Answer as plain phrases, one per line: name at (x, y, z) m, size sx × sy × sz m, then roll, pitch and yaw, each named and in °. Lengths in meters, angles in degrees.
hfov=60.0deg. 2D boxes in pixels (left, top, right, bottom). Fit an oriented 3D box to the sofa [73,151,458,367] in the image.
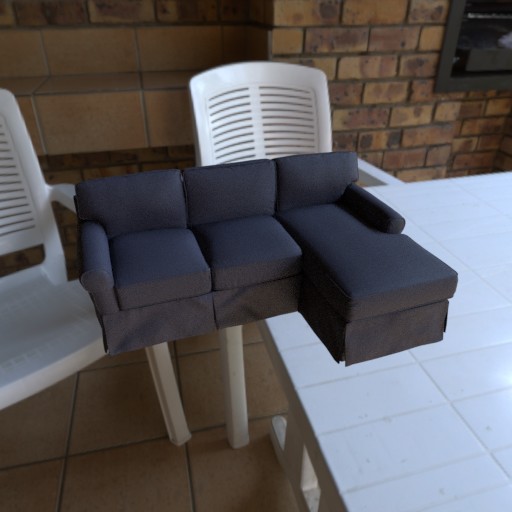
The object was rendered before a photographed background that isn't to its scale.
sofa at (0.000, 0.000, 3.346) m, size 2.518 × 1.039 × 1.637 m, roll -10°, pitch 32°, yaw -17°
